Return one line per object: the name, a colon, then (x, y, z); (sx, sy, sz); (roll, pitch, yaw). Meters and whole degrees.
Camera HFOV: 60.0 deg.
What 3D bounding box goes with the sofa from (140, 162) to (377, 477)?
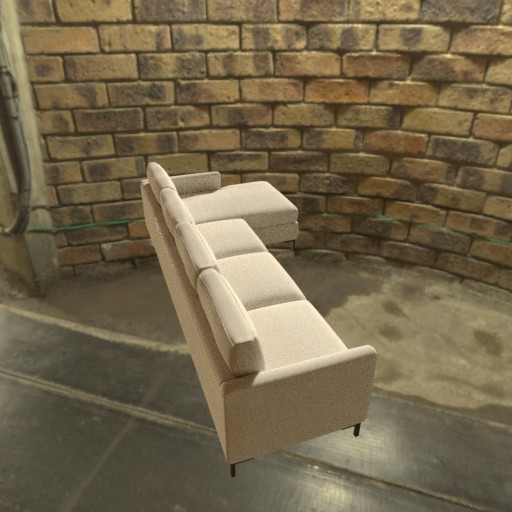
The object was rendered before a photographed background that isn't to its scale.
sofa: (0.000, 0.000, 2.833); (1.126, 0.677, 2.445); (-10, 31, -17)
